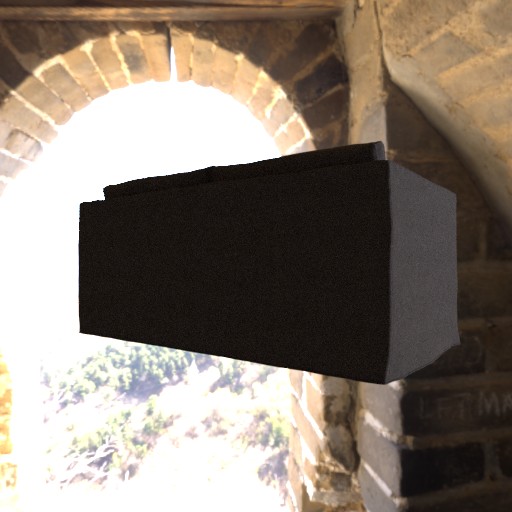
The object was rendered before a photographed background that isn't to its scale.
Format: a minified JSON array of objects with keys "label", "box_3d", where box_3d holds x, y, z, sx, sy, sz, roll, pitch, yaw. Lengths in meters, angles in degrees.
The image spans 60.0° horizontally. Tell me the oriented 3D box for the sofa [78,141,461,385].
[{"label":"sofa","box_3d":[0.000,0.000,2.314,1.802,0.854,0.974,0,-1,37]}]
